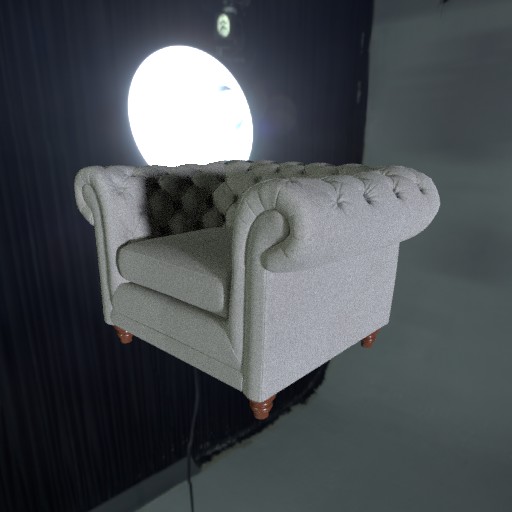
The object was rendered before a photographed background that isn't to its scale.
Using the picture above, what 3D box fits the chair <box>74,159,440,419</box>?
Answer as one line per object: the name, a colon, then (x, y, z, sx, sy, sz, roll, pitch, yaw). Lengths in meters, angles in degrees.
chair: (0.000, 0.000, 1.902, 1.270, 0.770, 0.976, 13, 20, 41)
